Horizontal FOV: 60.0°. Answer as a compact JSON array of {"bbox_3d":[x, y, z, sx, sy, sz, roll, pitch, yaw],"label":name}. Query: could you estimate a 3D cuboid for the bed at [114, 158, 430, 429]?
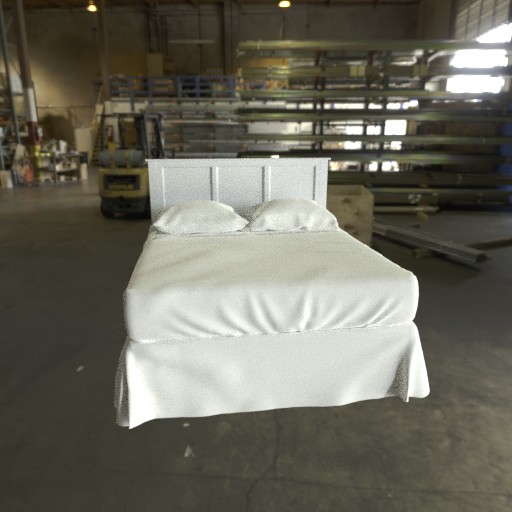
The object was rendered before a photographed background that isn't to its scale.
[{"bbox_3d":[0.000,0.000,3.194,1.876,1.269,2.047,-2,16,-8],"label":"bed"}]
